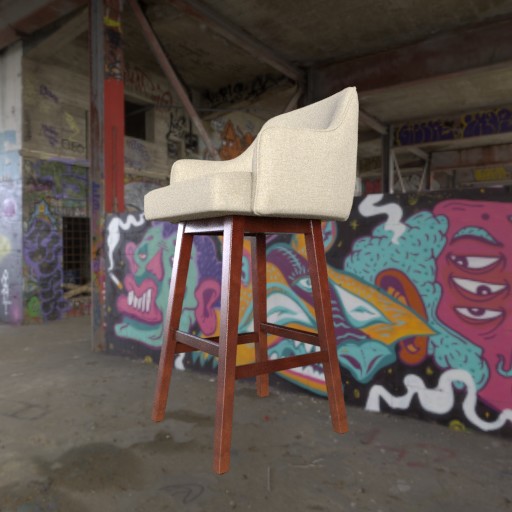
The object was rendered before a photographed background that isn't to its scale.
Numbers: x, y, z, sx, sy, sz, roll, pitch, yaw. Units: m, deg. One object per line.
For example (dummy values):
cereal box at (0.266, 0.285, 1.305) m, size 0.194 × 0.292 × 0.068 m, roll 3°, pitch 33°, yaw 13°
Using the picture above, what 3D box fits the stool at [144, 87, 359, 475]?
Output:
stool at (0.000, 0.000, 1.367) m, size 0.560 × 1.041 × 0.550 m, roll -1°, pitch 1°, yaw -35°
